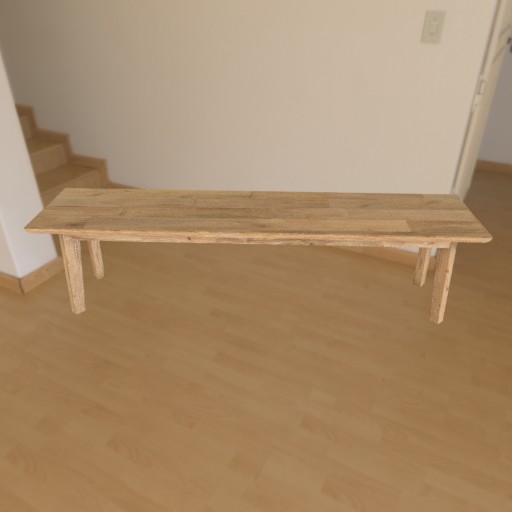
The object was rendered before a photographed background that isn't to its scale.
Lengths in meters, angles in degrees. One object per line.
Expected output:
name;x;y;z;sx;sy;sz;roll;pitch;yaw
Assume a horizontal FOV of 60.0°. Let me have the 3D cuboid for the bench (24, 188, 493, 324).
bench;0.000;0.000;1.875;1.698;0.431;0.378;1;32;2
